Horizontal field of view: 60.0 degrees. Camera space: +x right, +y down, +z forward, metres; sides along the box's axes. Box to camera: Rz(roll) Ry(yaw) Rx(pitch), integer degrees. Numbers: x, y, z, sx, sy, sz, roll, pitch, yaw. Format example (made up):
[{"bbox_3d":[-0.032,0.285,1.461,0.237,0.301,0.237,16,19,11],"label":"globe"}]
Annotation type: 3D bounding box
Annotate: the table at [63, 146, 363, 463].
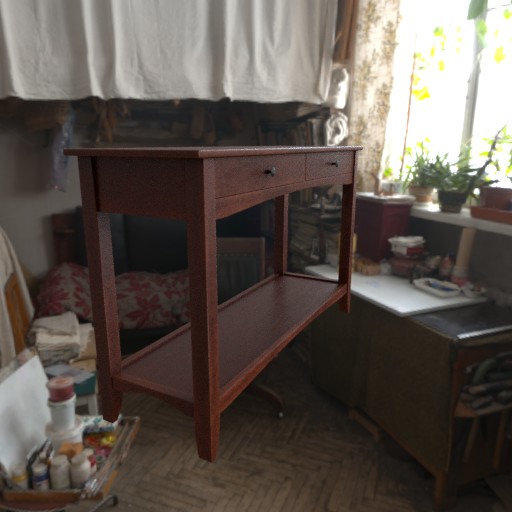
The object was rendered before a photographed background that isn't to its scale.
[{"bbox_3d":[0.000,0.000,1.548,0.392,0.739,1.188,8,16,27],"label":"table"}]
